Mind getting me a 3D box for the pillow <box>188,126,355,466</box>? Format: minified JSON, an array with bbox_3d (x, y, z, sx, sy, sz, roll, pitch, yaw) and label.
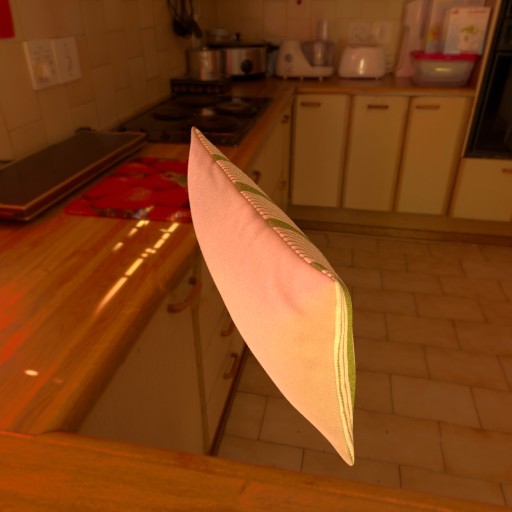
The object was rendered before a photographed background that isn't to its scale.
[{"bbox_3d":[0.000,0.000,0.726,0.156,0.292,0.608,-10,32,-16],"label":"pillow"}]
